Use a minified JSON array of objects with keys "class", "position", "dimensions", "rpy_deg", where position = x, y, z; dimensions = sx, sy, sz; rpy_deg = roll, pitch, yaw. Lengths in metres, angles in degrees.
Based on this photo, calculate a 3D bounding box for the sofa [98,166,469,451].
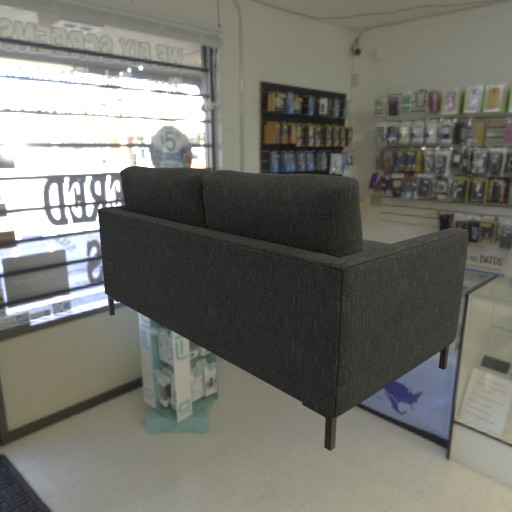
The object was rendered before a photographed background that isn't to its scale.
[{"class":"sofa","position":[0.000,0.000,2.183],"dimensions":[0.866,0.862,1.716],"rpy_deg":[-12,18,-41]}]
